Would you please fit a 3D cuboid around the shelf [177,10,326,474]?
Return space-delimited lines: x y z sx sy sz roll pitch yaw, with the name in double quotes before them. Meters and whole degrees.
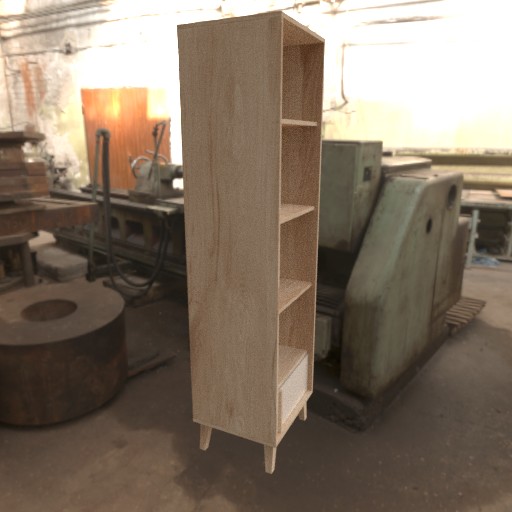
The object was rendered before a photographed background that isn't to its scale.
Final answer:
"shelf" 0.000 0.000 2.127 0.450 1.960 0.510 7 17 25
